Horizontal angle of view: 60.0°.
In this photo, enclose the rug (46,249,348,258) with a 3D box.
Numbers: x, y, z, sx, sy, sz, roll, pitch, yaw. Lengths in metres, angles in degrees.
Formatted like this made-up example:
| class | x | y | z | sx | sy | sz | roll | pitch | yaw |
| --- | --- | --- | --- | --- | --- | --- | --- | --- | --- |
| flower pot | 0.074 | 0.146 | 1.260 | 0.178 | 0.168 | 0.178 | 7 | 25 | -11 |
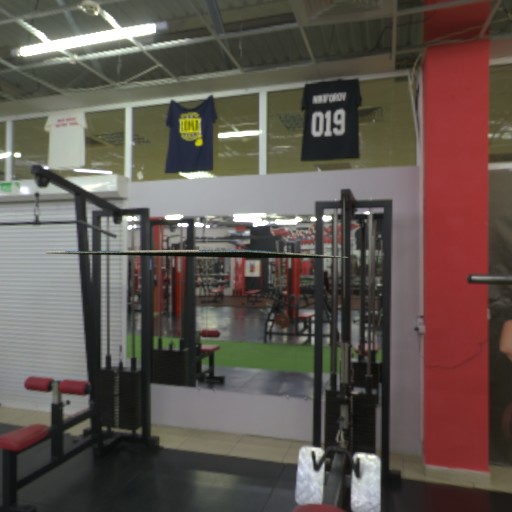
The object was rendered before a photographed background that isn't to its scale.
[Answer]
| class | x | y | z | sx | sy | sz | roll | pitch | yaw |
| --- | --- | --- | --- | --- | --- | --- | --- | --- | --- |
| rug | 0.000 | 0.000 | 2.627 | 0.774 | 0.008 | 2.437 | 0 | -1 | 19 |
